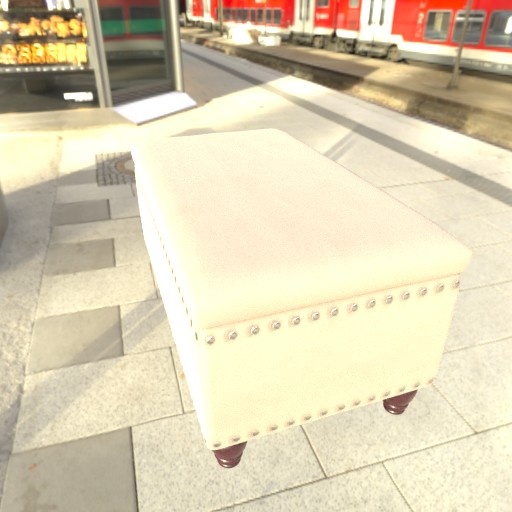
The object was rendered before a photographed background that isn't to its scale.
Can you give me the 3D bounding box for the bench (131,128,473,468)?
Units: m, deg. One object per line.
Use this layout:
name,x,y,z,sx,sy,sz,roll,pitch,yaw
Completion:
bench,0.000,0.000,1.158,0.500,0.449,0.887,-10,31,-17
